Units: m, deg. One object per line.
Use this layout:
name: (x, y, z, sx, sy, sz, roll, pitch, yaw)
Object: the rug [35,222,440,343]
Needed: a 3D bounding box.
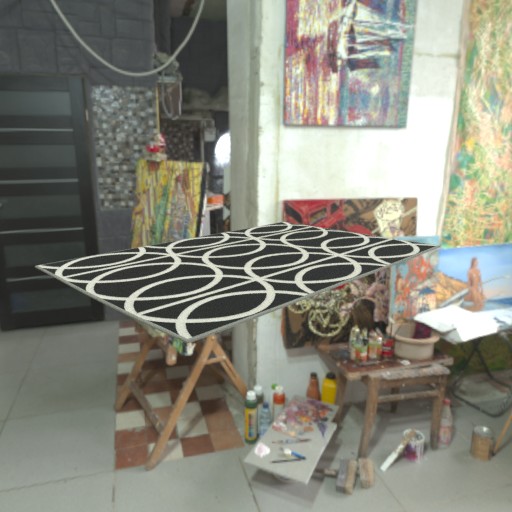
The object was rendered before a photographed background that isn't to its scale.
rug: (0.000, 0.000, 2.939, 1.526, 0.014, 2.290, 13, 19, 43)
